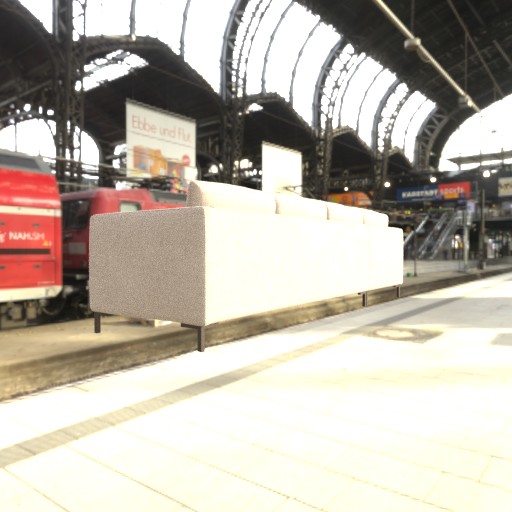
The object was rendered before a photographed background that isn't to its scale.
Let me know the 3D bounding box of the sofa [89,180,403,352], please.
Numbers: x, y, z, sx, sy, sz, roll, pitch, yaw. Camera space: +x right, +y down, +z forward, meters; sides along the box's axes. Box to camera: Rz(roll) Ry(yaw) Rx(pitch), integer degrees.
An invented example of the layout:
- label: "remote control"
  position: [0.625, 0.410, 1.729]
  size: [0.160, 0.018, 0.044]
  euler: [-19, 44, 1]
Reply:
- label: "sofa"
  position: [0.000, 0.000, 3.549]
  size: [1.469, 0.816, 2.923]
  euler: [1, 1, 35]
